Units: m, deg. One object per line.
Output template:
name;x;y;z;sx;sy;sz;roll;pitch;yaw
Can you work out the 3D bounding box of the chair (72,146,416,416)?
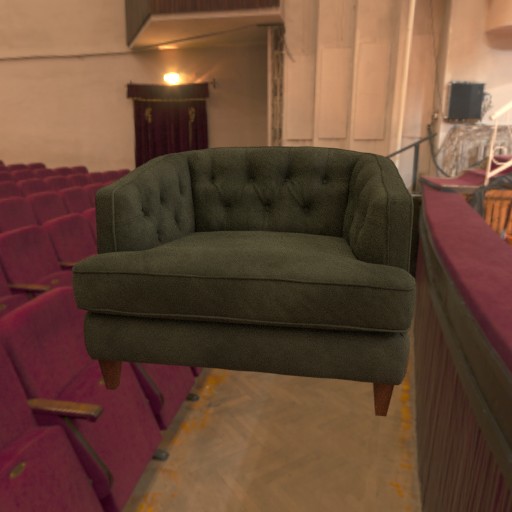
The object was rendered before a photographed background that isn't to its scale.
chair;0.000;0.000;1.772;1.104;0.852;0.941;2;14;10
